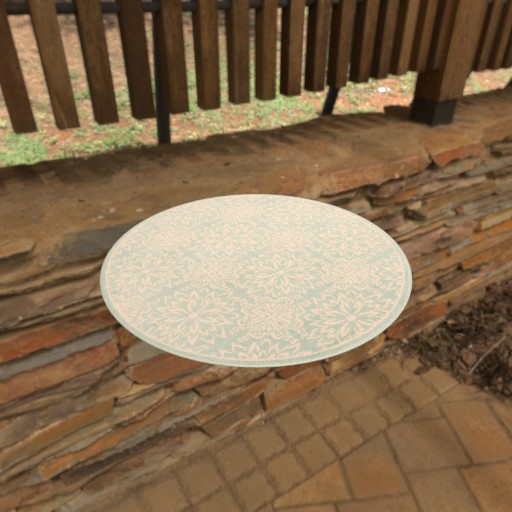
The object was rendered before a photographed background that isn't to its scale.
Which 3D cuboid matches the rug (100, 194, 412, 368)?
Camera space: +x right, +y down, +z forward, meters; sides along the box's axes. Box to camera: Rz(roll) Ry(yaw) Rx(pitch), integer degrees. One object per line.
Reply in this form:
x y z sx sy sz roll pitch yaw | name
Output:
0.000 0.000 2.359 1.593 0.012 1.593 0 32 0 | rug
